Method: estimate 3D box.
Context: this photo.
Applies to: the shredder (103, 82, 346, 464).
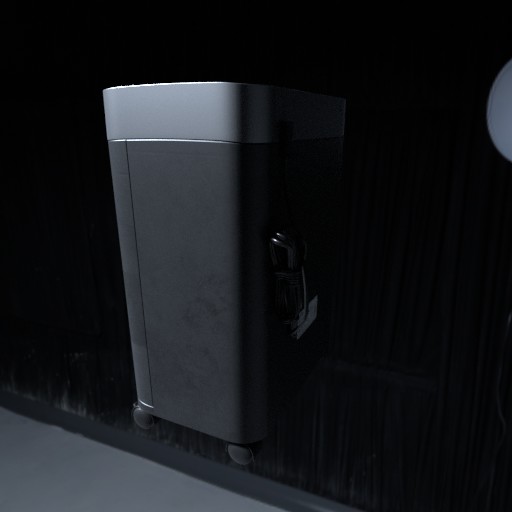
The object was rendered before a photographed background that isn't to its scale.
[{"bbox_3d":[0.000,0.000,0.600,0.237,0.419,0.311,8,18,25],"label":"shredder"}]
